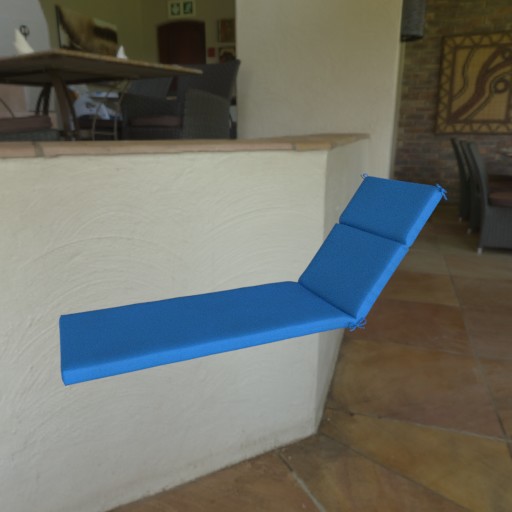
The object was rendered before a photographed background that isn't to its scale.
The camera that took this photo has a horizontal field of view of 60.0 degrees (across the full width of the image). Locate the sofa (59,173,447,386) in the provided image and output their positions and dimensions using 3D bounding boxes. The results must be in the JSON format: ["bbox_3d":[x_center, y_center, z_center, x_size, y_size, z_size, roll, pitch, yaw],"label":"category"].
[{"bbox_3d":[0.000,0.000,1.967,1.663,0.622,0.582,-7,18,-23],"label":"sofa"}]
